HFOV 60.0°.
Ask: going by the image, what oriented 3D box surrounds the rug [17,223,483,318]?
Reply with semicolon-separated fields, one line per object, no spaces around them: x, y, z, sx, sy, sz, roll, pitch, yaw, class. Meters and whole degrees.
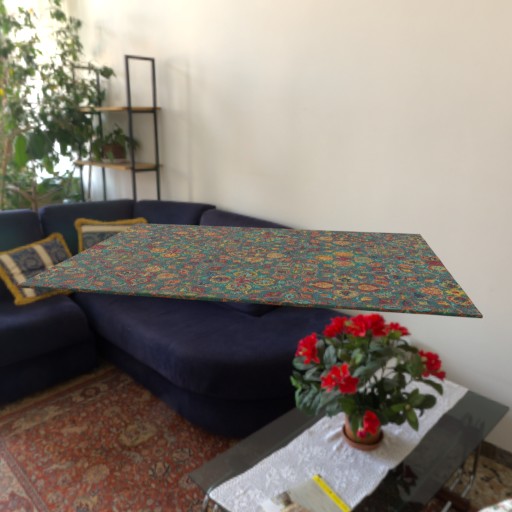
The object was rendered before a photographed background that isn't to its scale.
0.000;0.000;2.284;1.836;0.014;1.216;3;17;9;rug
